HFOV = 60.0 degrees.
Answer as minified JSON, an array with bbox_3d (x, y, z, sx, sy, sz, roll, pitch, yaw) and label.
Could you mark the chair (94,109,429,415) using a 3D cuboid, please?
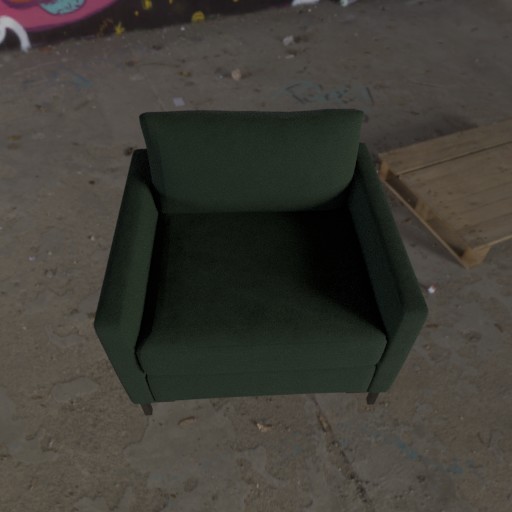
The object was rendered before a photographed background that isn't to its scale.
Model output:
[{"bbox_3d":[0.000,0.000,1.632,0.963,0.861,0.866,-2,48,-2],"label":"chair"}]
